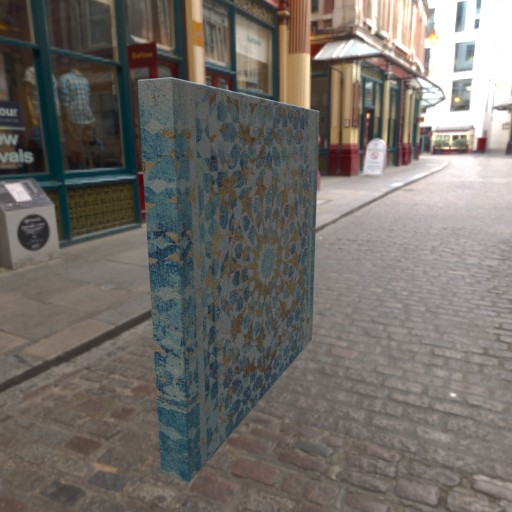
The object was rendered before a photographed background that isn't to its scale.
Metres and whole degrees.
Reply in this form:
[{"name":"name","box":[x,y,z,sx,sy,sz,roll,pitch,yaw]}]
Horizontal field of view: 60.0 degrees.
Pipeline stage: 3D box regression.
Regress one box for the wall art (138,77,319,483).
[{"name":"wall art","box":[0.000,0.000,0.608,0.037,0.405,0.405,7,15,25]}]
